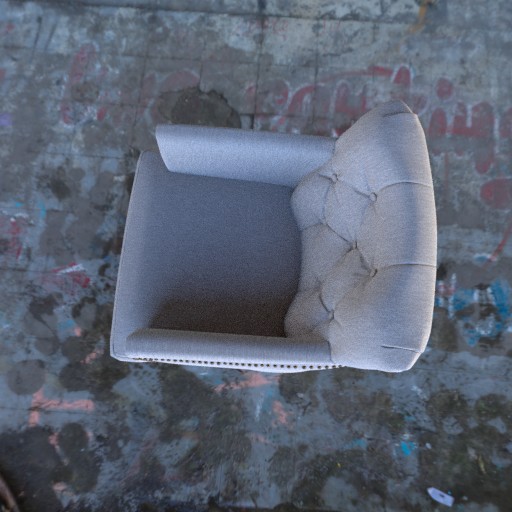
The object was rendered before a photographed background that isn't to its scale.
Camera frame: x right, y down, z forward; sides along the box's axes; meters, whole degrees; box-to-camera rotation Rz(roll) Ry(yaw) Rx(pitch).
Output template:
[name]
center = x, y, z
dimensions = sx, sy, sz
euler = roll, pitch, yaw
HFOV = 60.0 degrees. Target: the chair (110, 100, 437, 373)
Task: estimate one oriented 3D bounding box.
[chair]
center = 0.000, 0.000, 1.476
dimensions = 0.902, 0.823, 0.737
euler = 4, 75, 1
